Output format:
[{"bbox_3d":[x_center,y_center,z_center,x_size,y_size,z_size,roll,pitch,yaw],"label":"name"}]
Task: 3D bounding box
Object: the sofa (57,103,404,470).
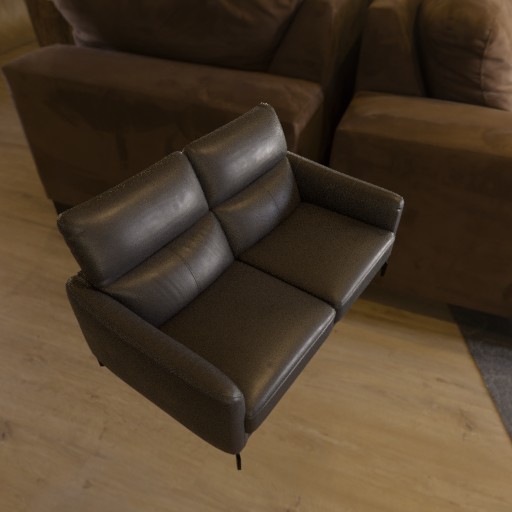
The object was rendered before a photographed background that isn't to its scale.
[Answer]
[{"bbox_3d":[0.000,0.000,2.206,0.958,0.920,1.596,26,47,26],"label":"sofa"}]
